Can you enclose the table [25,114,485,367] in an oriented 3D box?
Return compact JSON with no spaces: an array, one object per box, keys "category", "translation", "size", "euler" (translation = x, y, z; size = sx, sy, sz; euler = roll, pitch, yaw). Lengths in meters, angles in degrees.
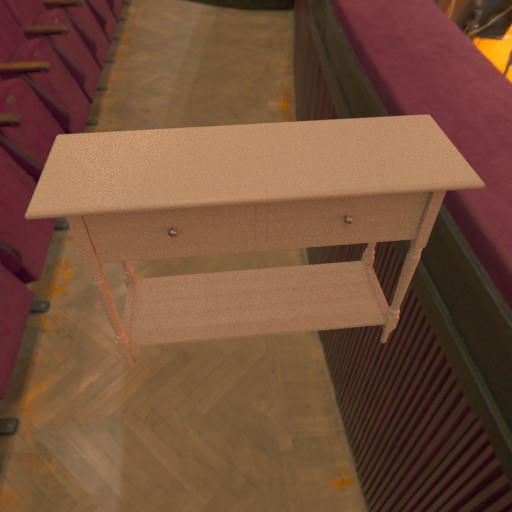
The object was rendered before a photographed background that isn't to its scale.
[{"category":"table","translation":[0.000,0.000,1.561],"size":[1.197,0.808,0.384],"euler":[-4,45,-4]}]
